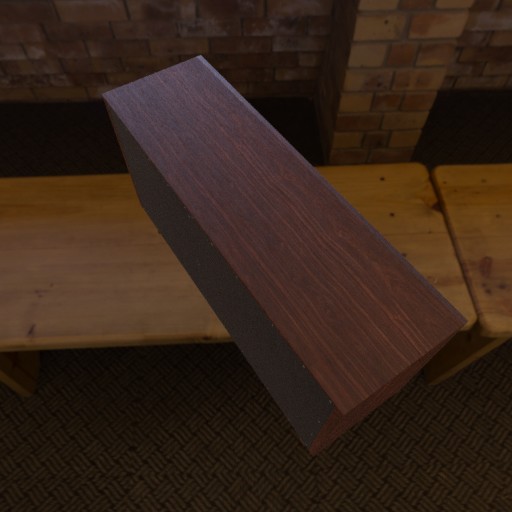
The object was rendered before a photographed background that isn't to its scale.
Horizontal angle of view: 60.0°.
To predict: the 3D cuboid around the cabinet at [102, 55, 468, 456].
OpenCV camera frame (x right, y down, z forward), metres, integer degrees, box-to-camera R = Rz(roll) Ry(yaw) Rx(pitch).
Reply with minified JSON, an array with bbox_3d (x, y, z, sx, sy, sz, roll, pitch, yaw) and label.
[{"bbox_3d":[0.000,0.000,1.994,0.505,0.940,1.575,-30,63,-17],"label":"cabinet"}]
